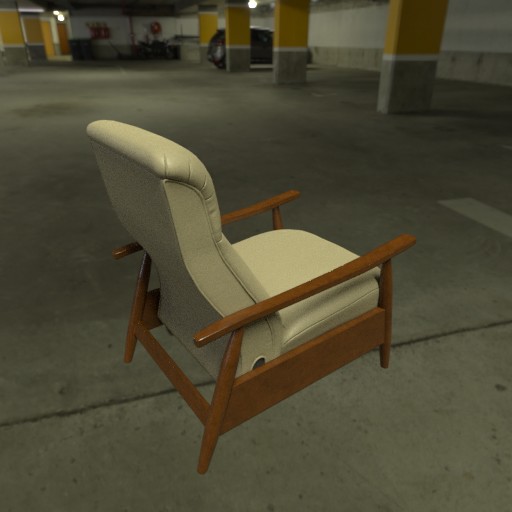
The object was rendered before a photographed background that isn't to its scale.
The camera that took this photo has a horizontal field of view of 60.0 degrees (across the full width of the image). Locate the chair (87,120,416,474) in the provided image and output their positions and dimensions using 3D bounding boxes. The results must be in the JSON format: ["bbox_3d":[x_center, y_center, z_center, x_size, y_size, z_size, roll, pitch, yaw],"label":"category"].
[{"bbox_3d":[0.000,0.000,1.780,1.014,1.082,0.762,-17,31,-31],"label":"chair"}]
